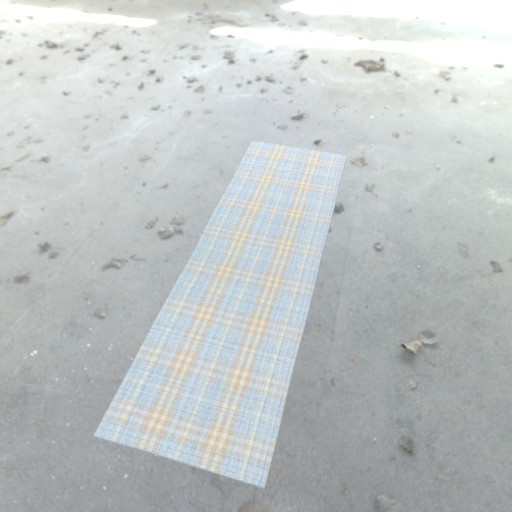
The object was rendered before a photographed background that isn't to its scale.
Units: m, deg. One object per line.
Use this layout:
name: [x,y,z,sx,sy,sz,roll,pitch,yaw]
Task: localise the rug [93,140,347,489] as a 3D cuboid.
rug: [0.000,0.000,2.636,0.762,0.013,2.439,11,47,11]
